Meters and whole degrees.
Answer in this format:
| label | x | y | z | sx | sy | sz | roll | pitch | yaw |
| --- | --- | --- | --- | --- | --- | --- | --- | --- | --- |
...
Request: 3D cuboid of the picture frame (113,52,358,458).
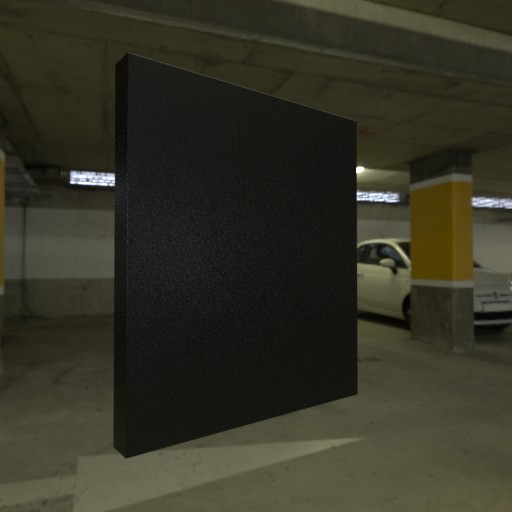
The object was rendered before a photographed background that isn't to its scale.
| label | x | y | z | sx | sy | sz | roll | pitch | yaw |
| --- | --- | --- | --- | --- | --- | --- | --- | --- | --- |
| picture frame | 0.000 | 0.000 | 0.525 | 0.328 | 0.378 | 0.034 | 1 | -1 | -38 |
